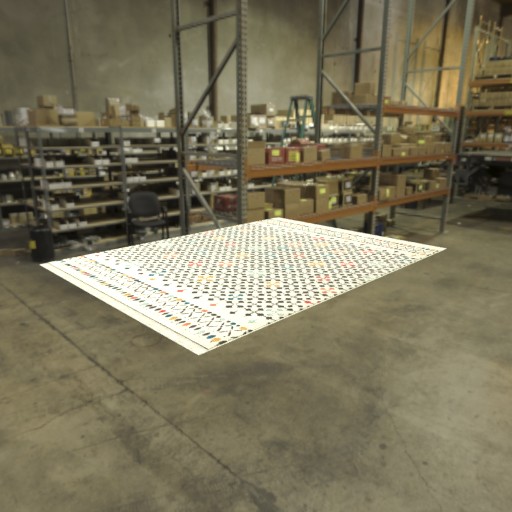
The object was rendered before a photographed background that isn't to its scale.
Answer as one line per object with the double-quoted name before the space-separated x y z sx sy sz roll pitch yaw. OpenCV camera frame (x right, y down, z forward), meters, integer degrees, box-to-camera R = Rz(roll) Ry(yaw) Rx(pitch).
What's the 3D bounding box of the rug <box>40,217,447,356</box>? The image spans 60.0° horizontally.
"rug" 0.000 0.000 2.090 1.556 0.006 1.146 -15 22 -42
